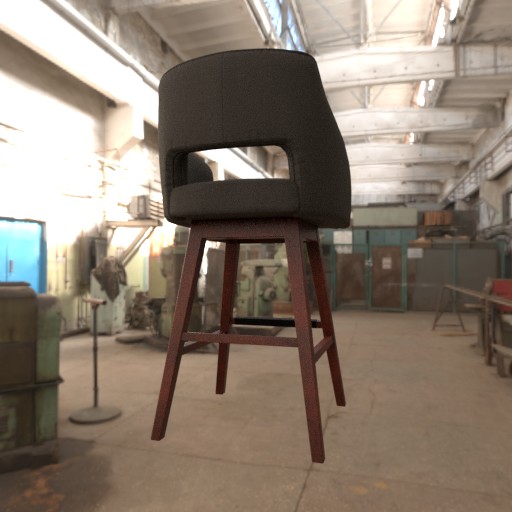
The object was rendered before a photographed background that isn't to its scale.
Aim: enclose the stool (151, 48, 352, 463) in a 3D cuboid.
[{"bbox_3d":[0.000,0.000,1.346,0.548,1.012,0.558,0,-1,18],"label":"stool"}]
